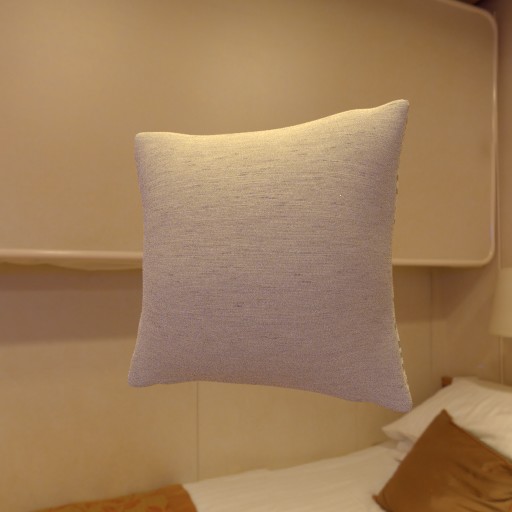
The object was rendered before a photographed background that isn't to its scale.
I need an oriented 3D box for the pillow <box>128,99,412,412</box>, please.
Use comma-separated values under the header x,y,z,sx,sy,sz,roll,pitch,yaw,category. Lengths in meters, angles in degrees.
x,y,z,sx,sy,sz,roll,pitch,yaw,category
0.000,0.000,0.662,0.438,0.421,0.167,-1,-2,19,pillow
